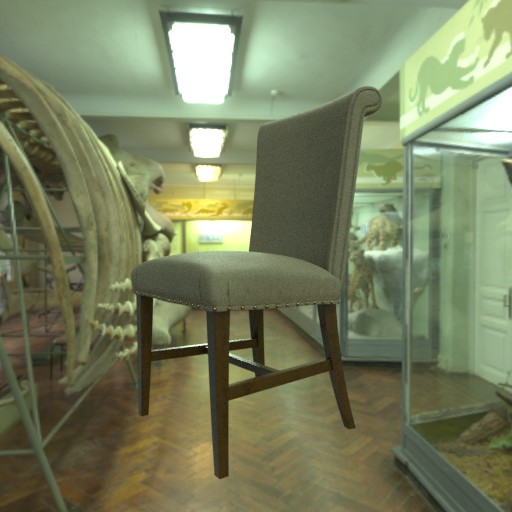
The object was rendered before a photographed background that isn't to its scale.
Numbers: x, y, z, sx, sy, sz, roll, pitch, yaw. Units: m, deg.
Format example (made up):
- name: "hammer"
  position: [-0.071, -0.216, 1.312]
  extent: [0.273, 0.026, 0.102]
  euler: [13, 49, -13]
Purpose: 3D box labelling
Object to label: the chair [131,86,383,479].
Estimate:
- name: "chair"
  position: [0.000, 0.000, 1.346]
  extent: [0.608, 0.988, 0.513]
  euler: [-1, 1, -36]
